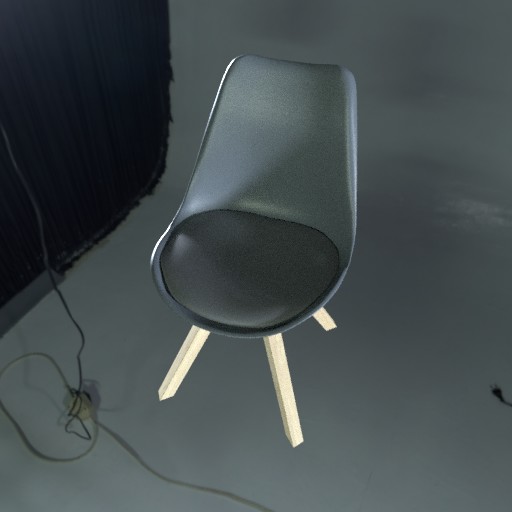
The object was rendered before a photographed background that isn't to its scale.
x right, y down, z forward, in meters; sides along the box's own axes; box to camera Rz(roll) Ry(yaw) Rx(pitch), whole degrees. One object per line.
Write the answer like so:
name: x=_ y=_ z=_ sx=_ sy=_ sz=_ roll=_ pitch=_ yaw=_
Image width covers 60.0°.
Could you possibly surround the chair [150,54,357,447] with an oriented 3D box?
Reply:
chair: x=0.000 y=0.000 z=1.174 sx=0.485 sy=0.850 sz=0.550 roll=14 pitch=44 yaw=15
